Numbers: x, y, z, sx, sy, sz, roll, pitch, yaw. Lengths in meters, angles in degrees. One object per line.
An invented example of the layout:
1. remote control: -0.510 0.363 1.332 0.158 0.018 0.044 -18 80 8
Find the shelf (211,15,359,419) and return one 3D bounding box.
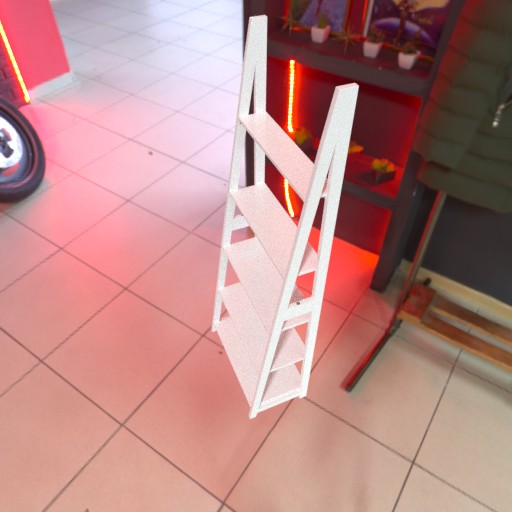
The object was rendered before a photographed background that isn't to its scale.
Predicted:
1. shelf: 0.000 0.000 1.998 0.341 1.779 0.636 -17 48 -16
